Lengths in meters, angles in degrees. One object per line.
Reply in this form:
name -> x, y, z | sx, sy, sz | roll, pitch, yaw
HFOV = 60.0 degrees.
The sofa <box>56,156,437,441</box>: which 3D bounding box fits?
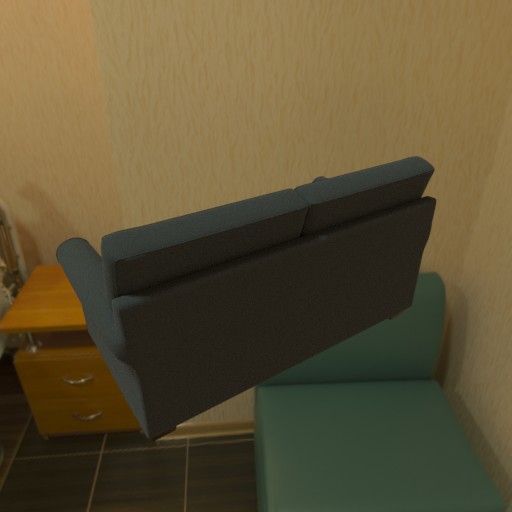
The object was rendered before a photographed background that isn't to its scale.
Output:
sofa -> 0.000, 0.000, 2.510 | 1.930, 1.020, 0.940 | -18, 34, -30
